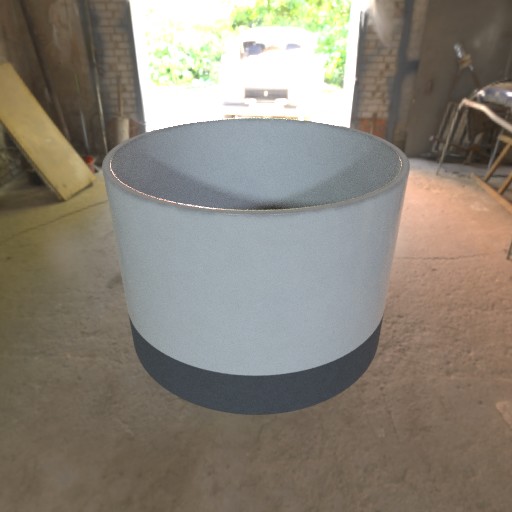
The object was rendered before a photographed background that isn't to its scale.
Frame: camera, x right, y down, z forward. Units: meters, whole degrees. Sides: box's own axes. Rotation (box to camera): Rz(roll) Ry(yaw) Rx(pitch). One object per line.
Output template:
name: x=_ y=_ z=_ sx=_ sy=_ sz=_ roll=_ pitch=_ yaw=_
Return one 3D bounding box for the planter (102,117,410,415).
planter: x=0.000 y=0.000 z=0.219 sx=0.128 sy=0.105 sz=0.128 roll=0 pitch=30 yaw=0
